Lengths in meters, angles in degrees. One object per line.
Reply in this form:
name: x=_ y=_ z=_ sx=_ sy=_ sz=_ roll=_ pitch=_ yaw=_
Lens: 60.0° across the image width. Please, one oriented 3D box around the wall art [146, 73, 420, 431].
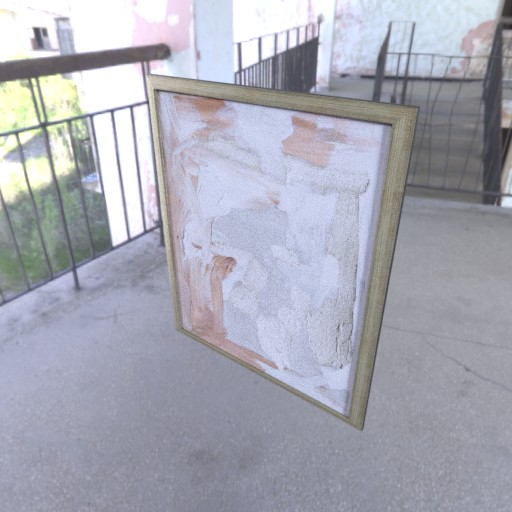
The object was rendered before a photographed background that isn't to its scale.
wall art: x=0.000 y=0.000 z=0.918 sx=0.559 sy=0.660 sz=0.018 roll=20 pitch=35 yaw=32
